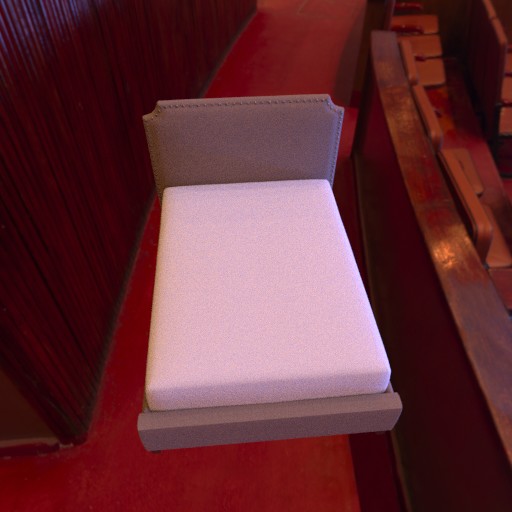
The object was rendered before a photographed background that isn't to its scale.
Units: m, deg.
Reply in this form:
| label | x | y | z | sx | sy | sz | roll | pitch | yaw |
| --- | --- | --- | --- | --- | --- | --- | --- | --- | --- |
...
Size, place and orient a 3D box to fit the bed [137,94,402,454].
| label | x | y | z | sx | sy | sz | roll | pitch | yaw |
| --- | --- | --- | --- | --- | --- | --- | --- | --- | --- |
| bed | 0.000 | 0.000 | 3.404 | 1.713 | 1.443 | 2.372 | -4 | 46 | -3 |
